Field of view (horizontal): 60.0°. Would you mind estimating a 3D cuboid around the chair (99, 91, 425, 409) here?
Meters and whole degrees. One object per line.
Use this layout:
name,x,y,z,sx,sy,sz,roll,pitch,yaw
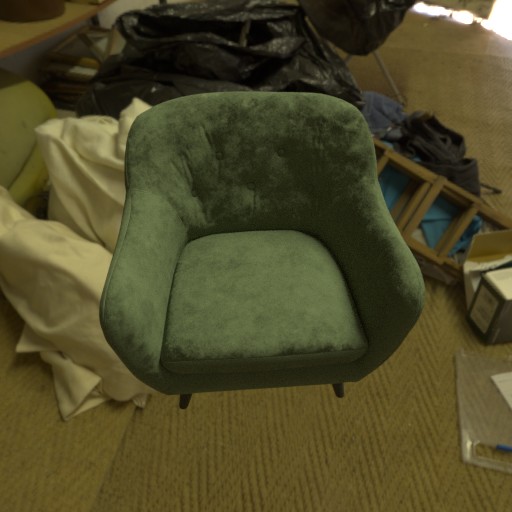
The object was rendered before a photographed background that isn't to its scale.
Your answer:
chair,0.000,0.000,1.489,0.840,0.804,0.819,-3,45,-3
